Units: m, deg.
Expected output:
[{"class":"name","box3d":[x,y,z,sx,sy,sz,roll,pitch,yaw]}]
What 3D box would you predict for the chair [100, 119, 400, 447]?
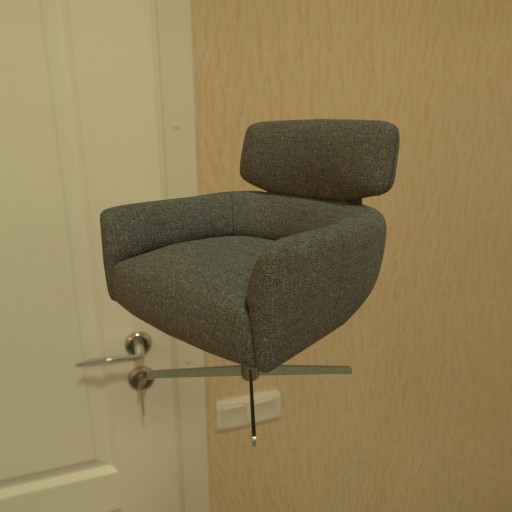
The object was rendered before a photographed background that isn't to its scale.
[{"class":"chair","box3d":[0.000,0.000,1.359,0.706,0.812,0.715,14,22,40]}]
